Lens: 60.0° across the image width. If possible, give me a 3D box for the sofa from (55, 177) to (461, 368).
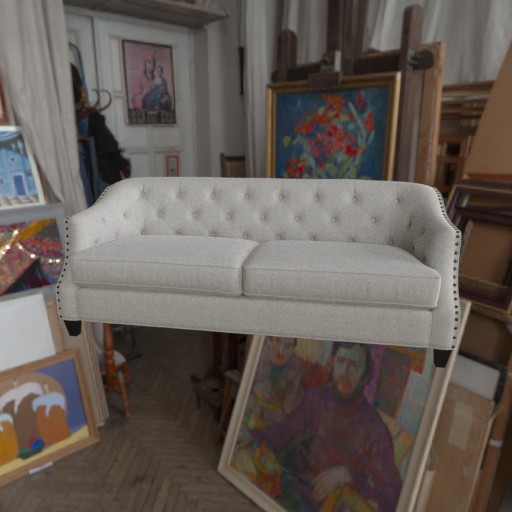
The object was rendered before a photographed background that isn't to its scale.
[{"bbox_3d":[0.000,0.000,2.773,2.235,0.901,0.914,3,15,10],"label":"sofa"}]
